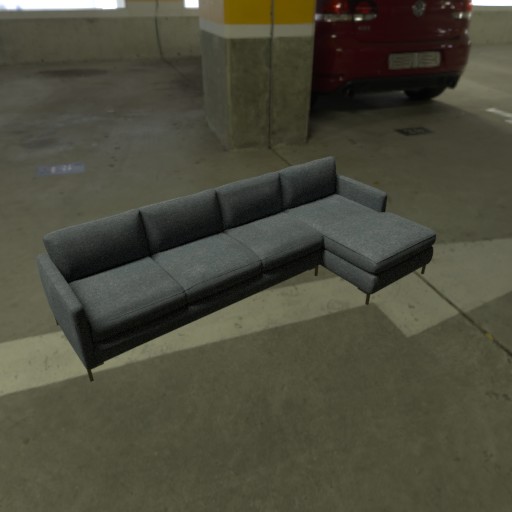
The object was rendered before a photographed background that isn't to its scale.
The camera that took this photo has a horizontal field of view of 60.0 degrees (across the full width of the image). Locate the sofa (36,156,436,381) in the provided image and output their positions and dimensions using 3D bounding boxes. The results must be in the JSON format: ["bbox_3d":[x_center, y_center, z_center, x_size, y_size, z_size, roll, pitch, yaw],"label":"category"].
[{"bbox_3d":[0.000,0.000,3.496,2.932,0.810,1.350,-21,37,-31],"label":"sofa"}]
